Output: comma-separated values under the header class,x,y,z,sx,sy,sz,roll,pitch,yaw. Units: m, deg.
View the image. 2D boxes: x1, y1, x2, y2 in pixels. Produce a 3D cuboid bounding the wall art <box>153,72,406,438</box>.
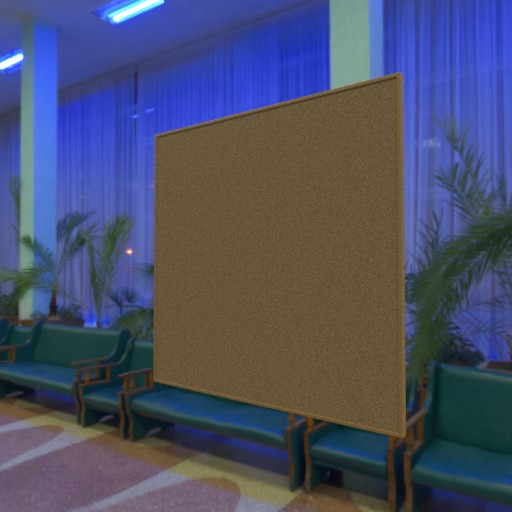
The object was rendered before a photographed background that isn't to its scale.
class,x,y,z,sx,sy,sz,roll,pitch,yaw
wall art,0.000,0.000,0.690,0.457,0.455,0.013,-1,-2,36
